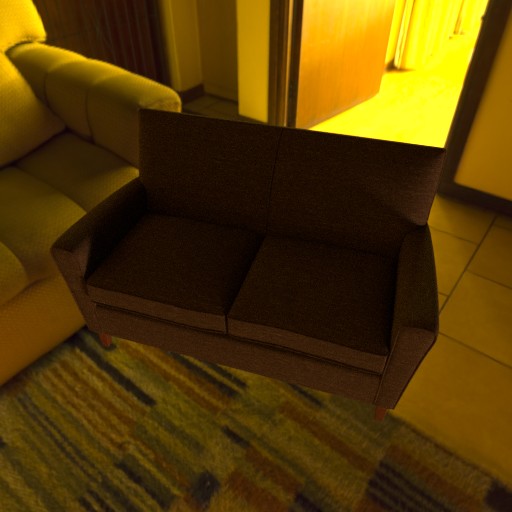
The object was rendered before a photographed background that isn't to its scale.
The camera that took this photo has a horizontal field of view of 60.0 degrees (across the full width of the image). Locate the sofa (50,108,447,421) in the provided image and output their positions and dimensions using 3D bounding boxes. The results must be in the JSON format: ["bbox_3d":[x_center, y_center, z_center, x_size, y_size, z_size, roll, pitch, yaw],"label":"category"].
[{"bbox_3d":[0.000,0.000,2.021,1.509,0.905,0.867,11,43,13],"label":"sofa"}]
